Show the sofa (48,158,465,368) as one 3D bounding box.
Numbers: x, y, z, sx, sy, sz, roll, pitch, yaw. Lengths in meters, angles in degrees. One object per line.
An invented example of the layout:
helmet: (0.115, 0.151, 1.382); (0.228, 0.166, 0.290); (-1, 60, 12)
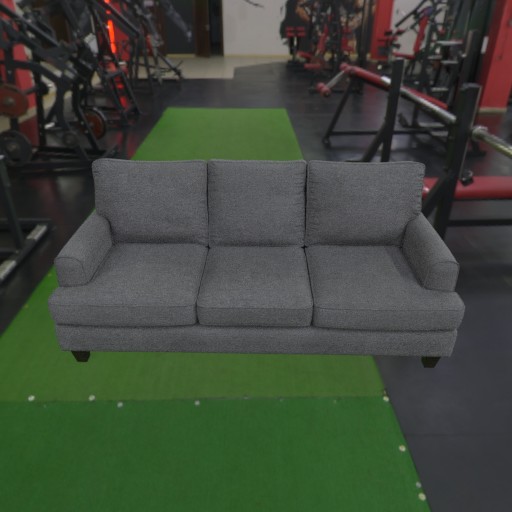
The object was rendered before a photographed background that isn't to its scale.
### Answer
sofa: (0.000, 0.000, 2.627); (2.158, 0.965, 0.951); (1, 30, 1)
